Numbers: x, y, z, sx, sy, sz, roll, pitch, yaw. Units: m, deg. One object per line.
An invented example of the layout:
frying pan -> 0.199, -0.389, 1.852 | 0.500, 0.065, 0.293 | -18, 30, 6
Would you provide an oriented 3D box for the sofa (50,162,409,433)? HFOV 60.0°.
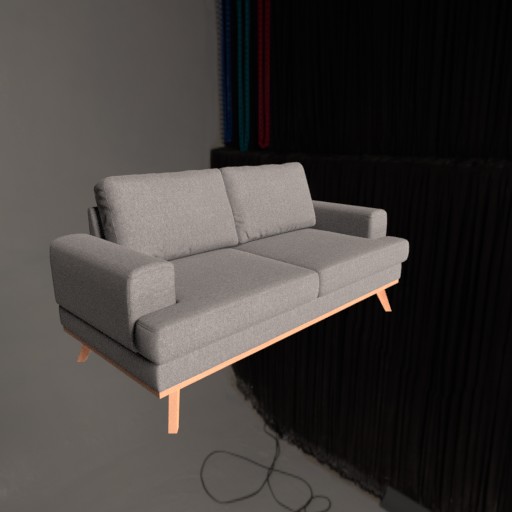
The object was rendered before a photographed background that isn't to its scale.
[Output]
sofa -> 0.000, 0.000, 2.133 | 0.785, 0.810, 1.650 | 15, 21, 42
